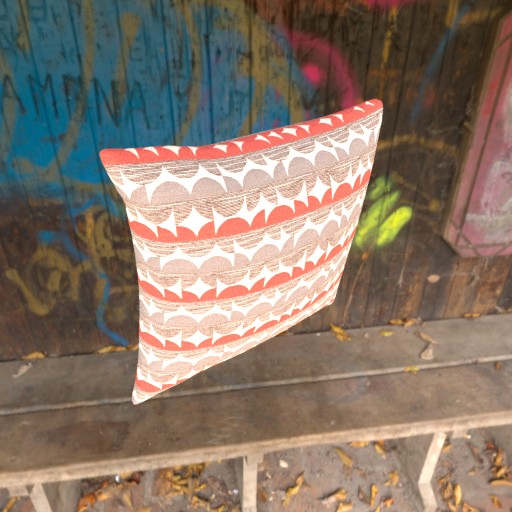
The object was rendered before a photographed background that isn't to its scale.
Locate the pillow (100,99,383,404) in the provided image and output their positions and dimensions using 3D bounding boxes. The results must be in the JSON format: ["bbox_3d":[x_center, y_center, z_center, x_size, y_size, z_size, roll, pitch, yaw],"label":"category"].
[{"bbox_3d":[0.000,0.000,0.657,0.420,0.410,0.180,-21,37,-30],"label":"pillow"}]
